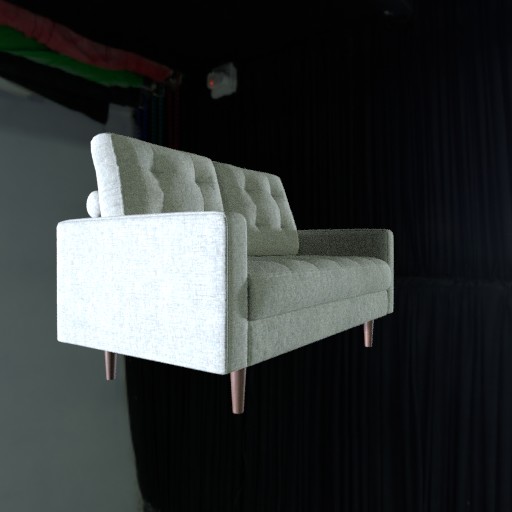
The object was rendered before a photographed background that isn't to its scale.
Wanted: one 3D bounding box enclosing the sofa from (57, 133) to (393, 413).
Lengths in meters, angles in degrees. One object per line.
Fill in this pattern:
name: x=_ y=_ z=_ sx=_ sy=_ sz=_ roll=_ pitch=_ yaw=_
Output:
sofa: x=0.000 y=0.000 z=1.938 sx=0.842 sy=0.907 sz=1.407 roll=1 pitch=1 yaw=34
